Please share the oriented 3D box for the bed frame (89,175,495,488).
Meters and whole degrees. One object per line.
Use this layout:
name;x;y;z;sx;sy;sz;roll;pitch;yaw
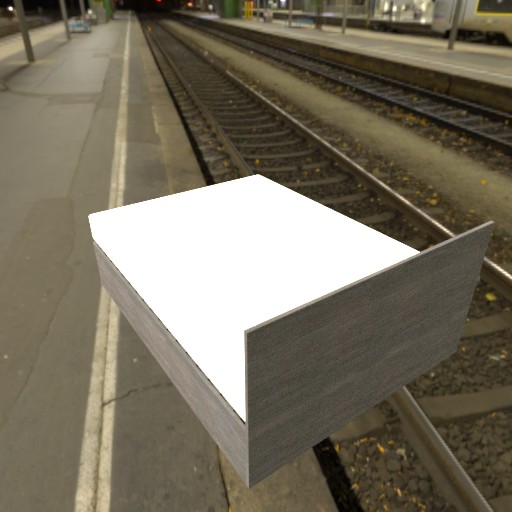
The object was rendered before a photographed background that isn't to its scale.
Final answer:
bed frame;0.000;0.000;2.600;1.400;0.800;1.900;-19;35;-30
